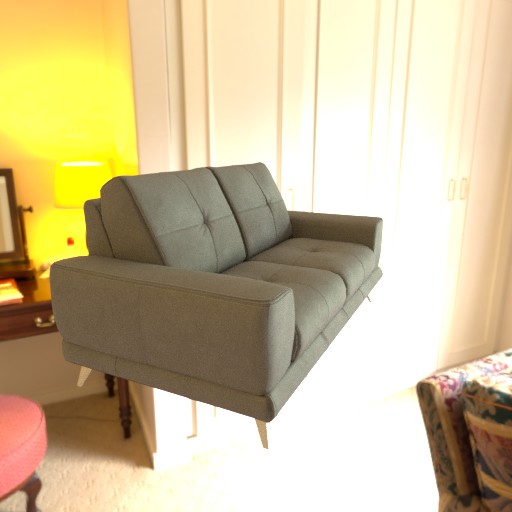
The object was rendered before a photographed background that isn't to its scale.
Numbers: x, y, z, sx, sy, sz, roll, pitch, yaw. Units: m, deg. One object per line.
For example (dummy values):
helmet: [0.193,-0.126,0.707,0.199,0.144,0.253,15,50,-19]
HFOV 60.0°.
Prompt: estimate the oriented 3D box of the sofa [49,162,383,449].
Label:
sofa: [0.000,0.000,2.333,1.018,0.907,1.806,7,16,26]
